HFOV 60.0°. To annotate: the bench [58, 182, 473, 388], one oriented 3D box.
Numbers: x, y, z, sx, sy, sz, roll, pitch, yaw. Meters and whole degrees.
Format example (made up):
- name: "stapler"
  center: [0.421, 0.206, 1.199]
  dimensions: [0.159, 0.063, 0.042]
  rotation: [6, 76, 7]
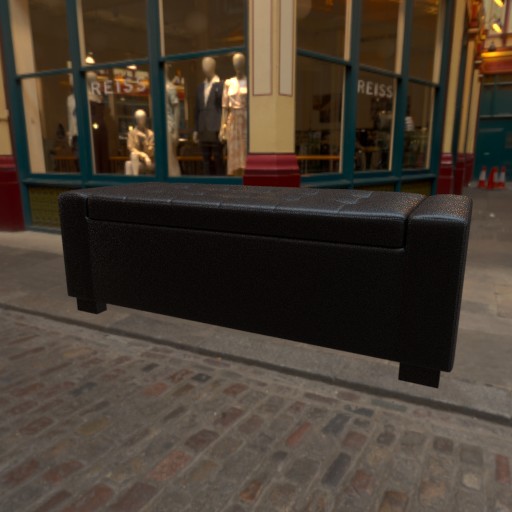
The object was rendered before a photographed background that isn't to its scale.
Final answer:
- name: "bench"
  center: [0.000, 0.000, 1.517]
  dimensions: [1.296, 0.445, 0.508]
  rotation: [7, 15, 25]
